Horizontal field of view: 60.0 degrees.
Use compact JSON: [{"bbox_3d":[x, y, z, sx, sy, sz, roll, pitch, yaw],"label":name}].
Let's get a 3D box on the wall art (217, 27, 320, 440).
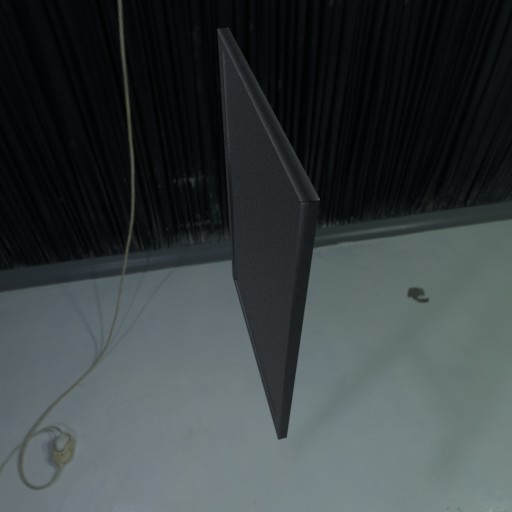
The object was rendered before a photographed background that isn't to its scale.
[{"bbox_3d":[0.000,0.000,0.555,0.013,0.431,0.303,-11,49,-9],"label":"wall art"}]
